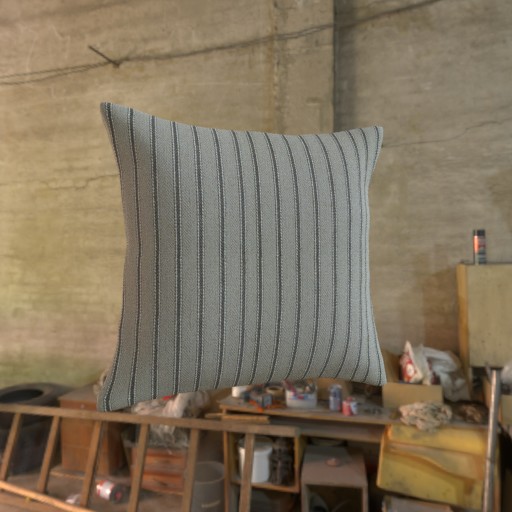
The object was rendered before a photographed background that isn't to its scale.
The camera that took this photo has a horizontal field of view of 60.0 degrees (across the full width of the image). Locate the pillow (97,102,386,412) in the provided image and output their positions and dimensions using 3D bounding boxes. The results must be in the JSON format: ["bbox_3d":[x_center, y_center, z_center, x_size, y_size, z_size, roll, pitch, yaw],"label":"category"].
[{"bbox_3d":[0.000,0.000,0.691,0.468,0.444,0.138,0,0,-18],"label":"pillow"}]
